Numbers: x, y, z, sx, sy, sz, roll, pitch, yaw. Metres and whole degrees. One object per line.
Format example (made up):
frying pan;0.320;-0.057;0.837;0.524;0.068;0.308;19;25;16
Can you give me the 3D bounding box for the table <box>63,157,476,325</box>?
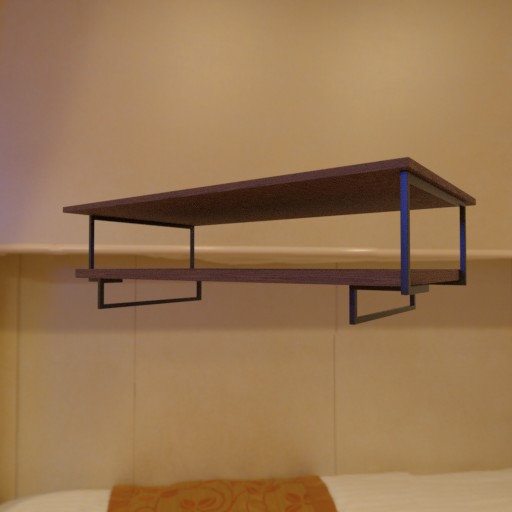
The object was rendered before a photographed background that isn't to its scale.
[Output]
table;0.000;0.000;1.449;1.197;0.347;0.651;-1;-2;36
